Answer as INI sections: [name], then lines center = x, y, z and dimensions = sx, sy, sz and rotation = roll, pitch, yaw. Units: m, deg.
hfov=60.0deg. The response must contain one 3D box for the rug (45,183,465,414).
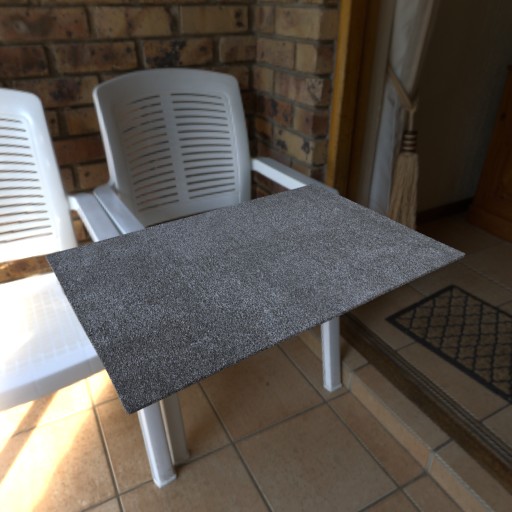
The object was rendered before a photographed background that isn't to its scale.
[rug]
center = 0.000, 0.000, 3.417
dimensions = 2.699, 0.026, 1.802
rotation = -19, 35, -29
